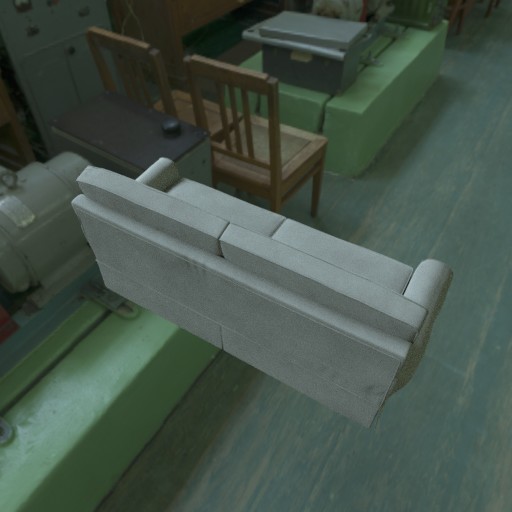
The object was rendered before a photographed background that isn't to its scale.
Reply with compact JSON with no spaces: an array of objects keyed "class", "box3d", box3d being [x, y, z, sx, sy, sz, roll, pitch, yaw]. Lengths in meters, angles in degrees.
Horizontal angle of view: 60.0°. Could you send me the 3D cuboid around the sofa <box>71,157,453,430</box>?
[{"class":"sofa","box3d":[0.000,0.000,2.821,2.246,1.014,0.900,24,51,20]}]
